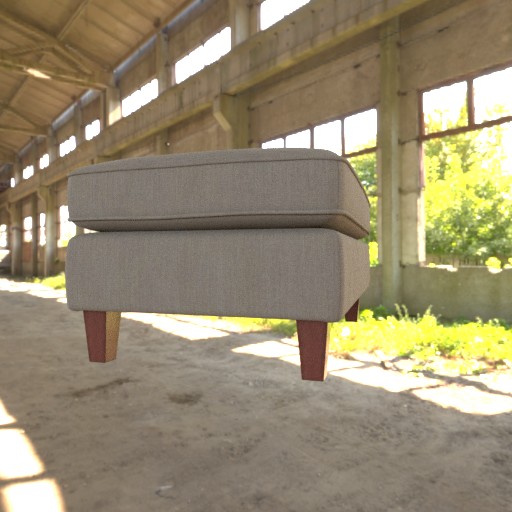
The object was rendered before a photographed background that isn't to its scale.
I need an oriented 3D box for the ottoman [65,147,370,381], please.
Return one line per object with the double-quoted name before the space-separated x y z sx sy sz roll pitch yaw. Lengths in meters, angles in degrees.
"ottoman" 0.000 0.000 1.326 0.636 0.480 0.941 0 0 17
